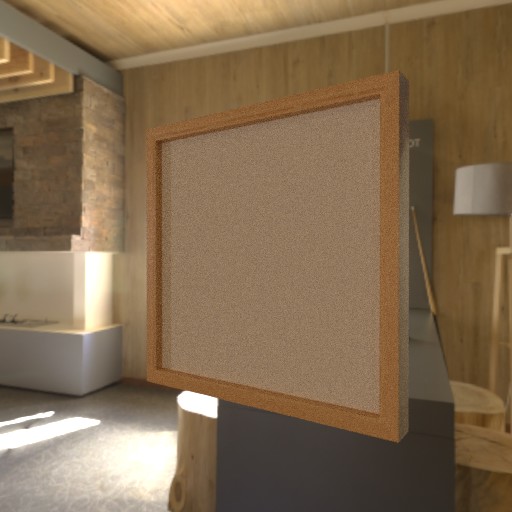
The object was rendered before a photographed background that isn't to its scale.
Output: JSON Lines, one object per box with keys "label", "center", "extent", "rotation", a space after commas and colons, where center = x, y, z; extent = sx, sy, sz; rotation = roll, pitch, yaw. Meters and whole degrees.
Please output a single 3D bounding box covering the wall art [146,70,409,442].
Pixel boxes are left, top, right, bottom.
{"label": "wall art", "center": [0.000, 0.000, 0.459], "extent": [0.303, 0.303, 0.028], "rotation": [0, 1, 35]}
